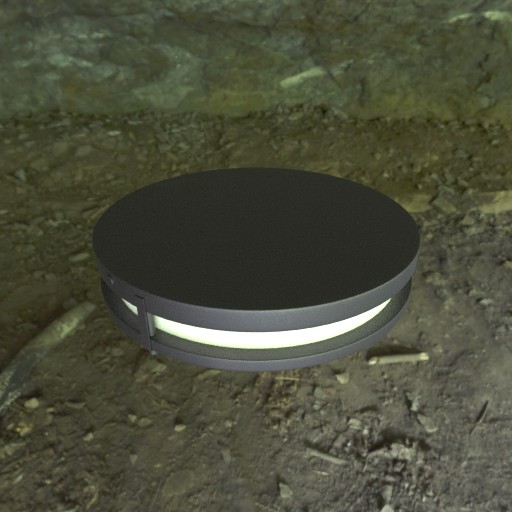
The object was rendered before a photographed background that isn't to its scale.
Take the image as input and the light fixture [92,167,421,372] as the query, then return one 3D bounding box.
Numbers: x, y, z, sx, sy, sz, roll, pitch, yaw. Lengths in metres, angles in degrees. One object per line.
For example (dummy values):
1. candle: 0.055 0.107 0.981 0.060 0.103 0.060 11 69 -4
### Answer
1. light fixture: 0.000 0.000 0.525 0.356 0.102 0.356 0 29 0
